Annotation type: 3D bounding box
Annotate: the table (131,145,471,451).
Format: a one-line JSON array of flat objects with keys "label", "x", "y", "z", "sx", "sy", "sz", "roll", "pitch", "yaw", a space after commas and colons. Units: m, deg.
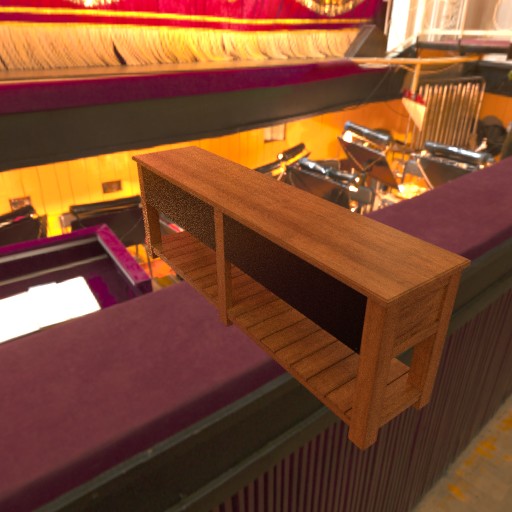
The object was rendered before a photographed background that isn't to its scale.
[{"label": "table", "x": 0.000, "y": 0.000, "z": 2.118, "sx": 0.425, "sy": 0.635, "sz": 1.815, "roll": -19, "pitch": 33, "yaw": -31}]
